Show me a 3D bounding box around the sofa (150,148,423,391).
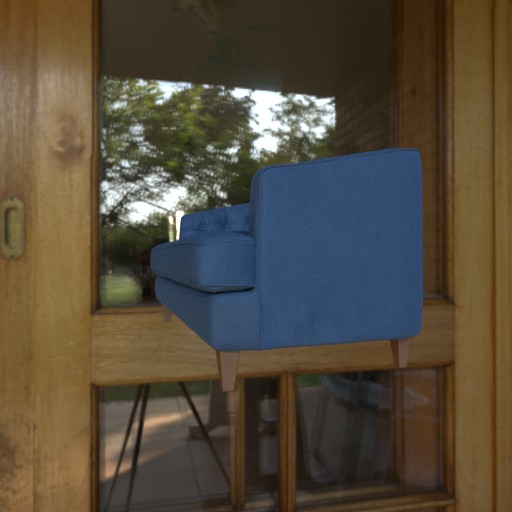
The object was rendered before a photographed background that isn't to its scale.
[{"bbox_3d":[0.000,0.000,2.265,0.941,0.854,1.733,0,0,-18],"label":"sofa"}]
